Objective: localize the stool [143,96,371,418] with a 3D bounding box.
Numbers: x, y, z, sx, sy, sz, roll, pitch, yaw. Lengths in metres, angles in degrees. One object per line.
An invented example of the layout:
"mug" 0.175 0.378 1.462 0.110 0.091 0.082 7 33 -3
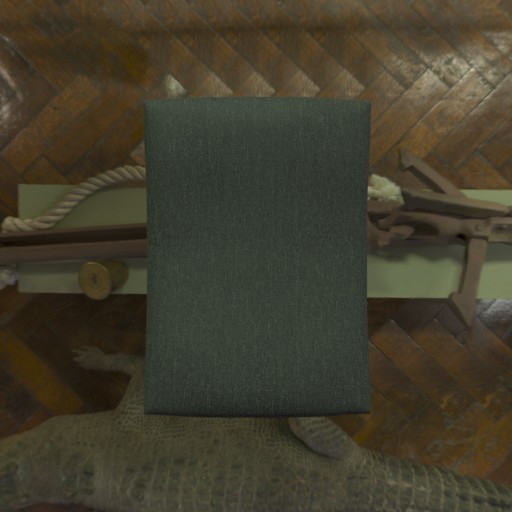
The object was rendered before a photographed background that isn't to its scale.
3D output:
"stool" 0.000 0.000 1.014 0.366 0.760 0.502 0 90 0
